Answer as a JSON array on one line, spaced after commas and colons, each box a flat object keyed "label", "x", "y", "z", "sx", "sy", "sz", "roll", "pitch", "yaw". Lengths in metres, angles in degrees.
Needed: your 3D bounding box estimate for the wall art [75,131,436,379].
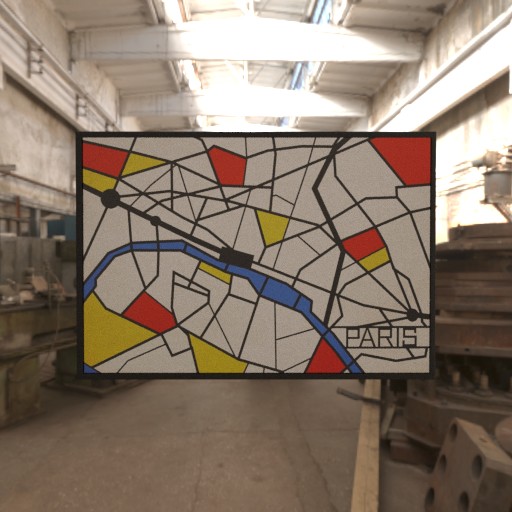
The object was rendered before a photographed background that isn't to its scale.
[{"label": "wall art", "x": 0.000, "y": 0.000, "z": 0.825, "sx": 0.664, "sy": 0.458, "sz": 0.013, "roll": 0, "pitch": 1, "yaw": 0}]
